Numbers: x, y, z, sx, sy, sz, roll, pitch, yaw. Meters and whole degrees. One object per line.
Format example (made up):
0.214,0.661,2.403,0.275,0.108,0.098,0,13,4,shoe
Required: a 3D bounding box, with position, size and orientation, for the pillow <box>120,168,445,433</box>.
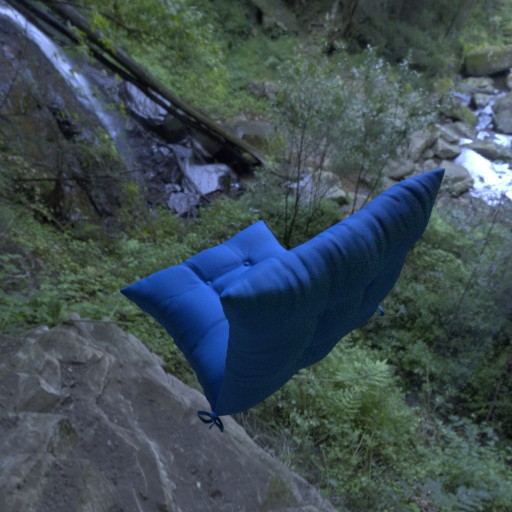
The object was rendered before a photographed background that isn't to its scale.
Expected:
0.000,0.000,1.023,0.541,0.536,0.585,-29,52,-26,pillow
